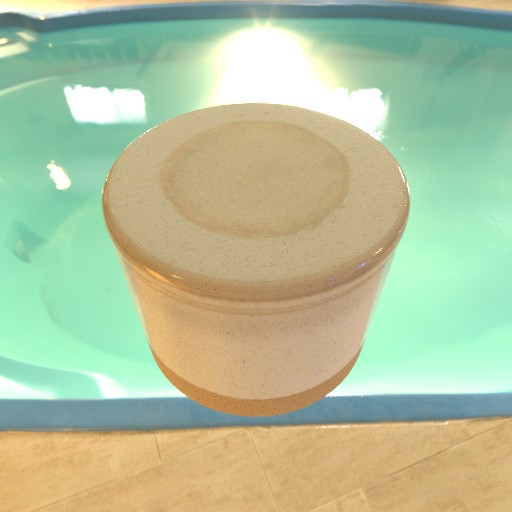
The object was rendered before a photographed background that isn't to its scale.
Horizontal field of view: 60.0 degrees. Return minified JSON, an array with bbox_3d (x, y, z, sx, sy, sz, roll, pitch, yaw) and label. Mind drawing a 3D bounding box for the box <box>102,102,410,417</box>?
[{"bbox_3d":[0.000,0.000,0.267,0.154,0.123,0.154,0,46,0],"label":"box"}]
